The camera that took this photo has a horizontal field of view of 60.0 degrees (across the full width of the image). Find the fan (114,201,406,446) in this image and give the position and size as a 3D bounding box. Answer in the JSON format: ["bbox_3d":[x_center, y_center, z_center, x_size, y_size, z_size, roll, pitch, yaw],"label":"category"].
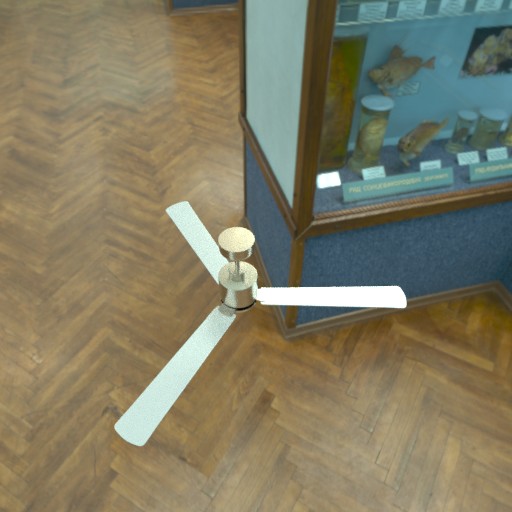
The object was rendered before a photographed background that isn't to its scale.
[{"bbox_3d":[0.000,0.000,2.326,1.531,0.446,1.561,-9,46,-9],"label":"fan"}]
